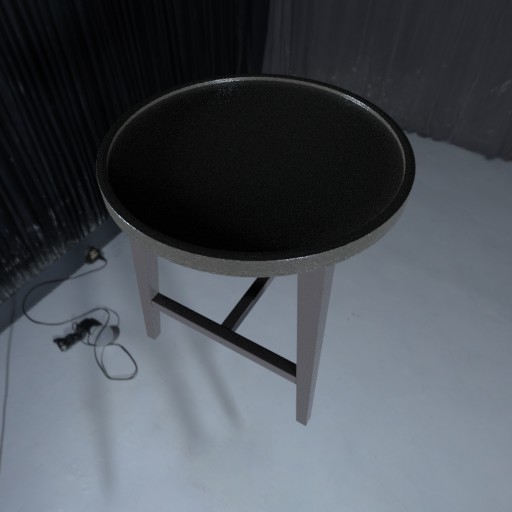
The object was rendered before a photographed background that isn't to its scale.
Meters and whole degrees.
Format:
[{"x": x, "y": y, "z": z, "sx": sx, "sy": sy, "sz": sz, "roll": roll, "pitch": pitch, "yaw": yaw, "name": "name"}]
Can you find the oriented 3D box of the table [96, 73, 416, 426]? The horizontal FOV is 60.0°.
[{"x": 0.000, "y": 0.000, "z": 0.909, "sx": 0.500, "sy": 0.531, "sz": 0.500, "roll": 0, "pitch": 48, "yaw": 0, "name": "table"}]
